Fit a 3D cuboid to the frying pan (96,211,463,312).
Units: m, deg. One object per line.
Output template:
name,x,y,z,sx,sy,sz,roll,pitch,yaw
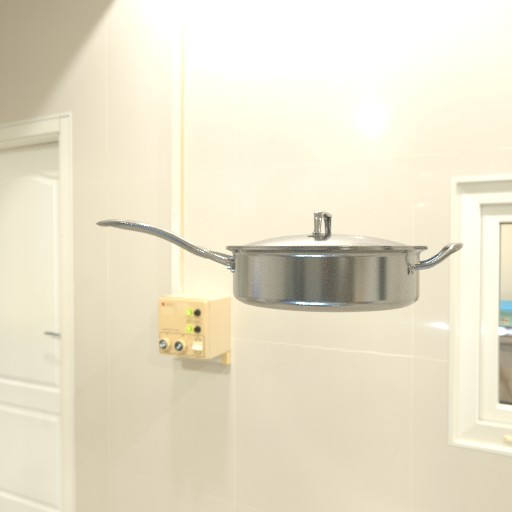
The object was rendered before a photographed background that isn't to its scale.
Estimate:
frying pan,0.000,0.000,0.583,0.492,0.111,0.245,0,1,18
